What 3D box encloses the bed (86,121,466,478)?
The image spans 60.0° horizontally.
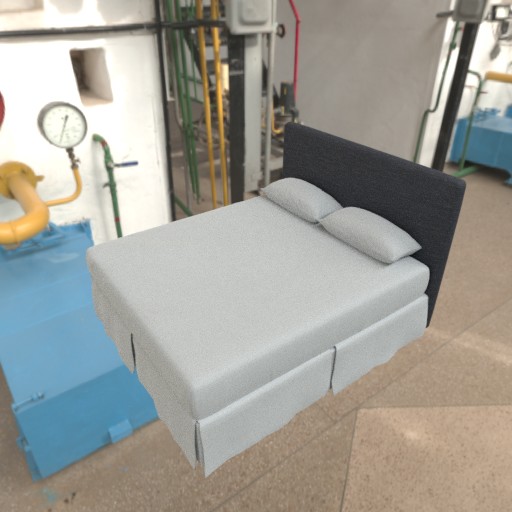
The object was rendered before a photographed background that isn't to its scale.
[{"bbox_3d":[0.000,0.000,3.330,2.142,1.330,1.884,-21,37,-30],"label":"bed"}]
